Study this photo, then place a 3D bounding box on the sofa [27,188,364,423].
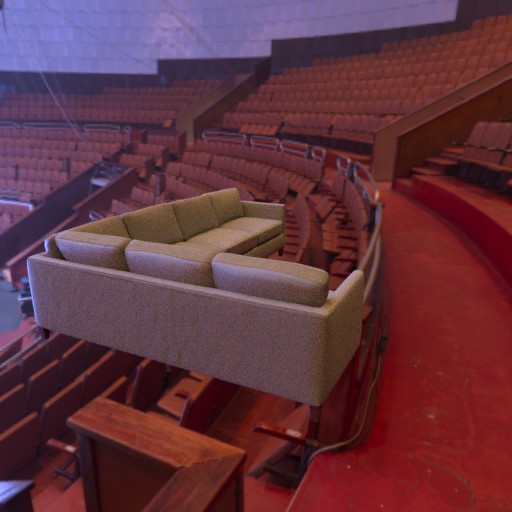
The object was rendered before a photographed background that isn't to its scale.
[{"bbox_3d":[0.000,0.000,4.504,2.592,0.947,3.301,8,19,25],"label":"sofa"}]
